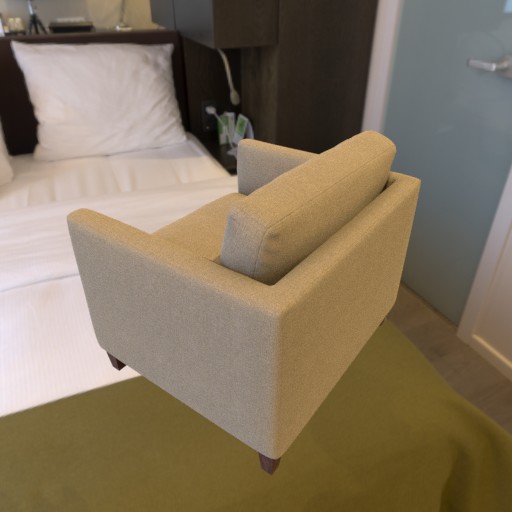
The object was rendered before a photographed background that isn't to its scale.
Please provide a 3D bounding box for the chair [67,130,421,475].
[{"bbox_3d":[0.000,0.000,1.846,0.959,0.963,1.107,21,38,30],"label":"chair"}]
